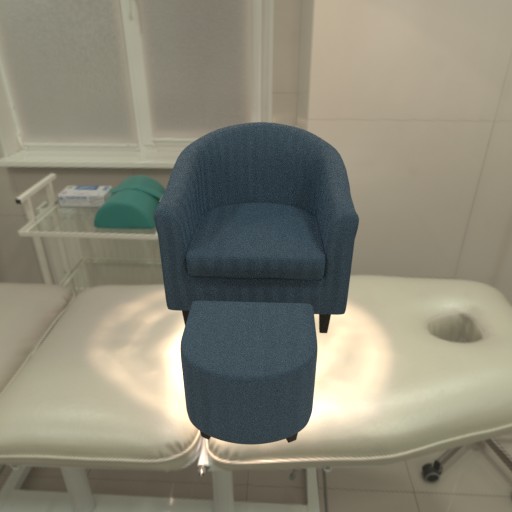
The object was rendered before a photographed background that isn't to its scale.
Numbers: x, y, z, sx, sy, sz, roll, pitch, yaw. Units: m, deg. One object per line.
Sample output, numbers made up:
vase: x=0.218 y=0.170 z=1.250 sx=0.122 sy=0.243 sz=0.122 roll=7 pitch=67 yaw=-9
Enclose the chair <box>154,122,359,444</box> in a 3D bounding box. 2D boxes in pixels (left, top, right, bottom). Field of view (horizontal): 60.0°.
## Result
chair: x=0.000 y=0.000 z=1.741 sx=0.756 sy=0.757 sz=1.288 roll=1 pitch=29 yaw=2
